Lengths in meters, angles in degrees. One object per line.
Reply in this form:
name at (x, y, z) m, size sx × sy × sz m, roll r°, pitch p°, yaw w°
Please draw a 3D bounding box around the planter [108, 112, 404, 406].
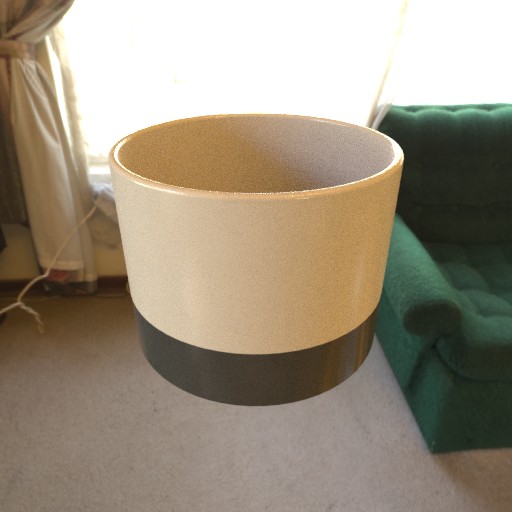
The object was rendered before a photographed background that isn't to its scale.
planter at (0.000, 0.000, 0.344) m, size 0.193 × 0.177 × 0.193 m, roll 0°, pitch 30°, yaw 0°
